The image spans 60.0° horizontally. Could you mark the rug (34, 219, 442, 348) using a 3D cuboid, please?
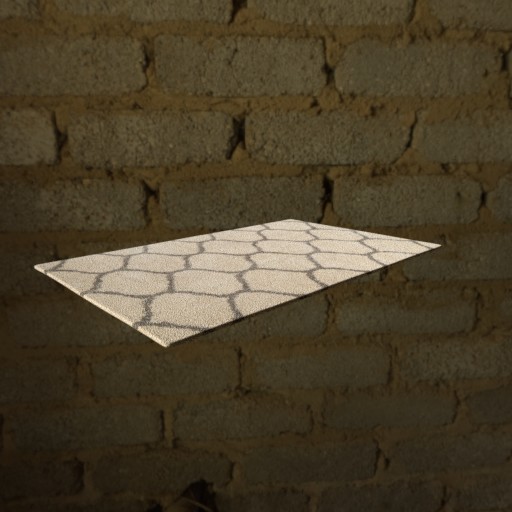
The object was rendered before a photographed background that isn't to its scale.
[{"bbox_3d":[0.000,0.000,2.981,2.348,0.024,1.501,-14,20,-42],"label":"rug"}]
